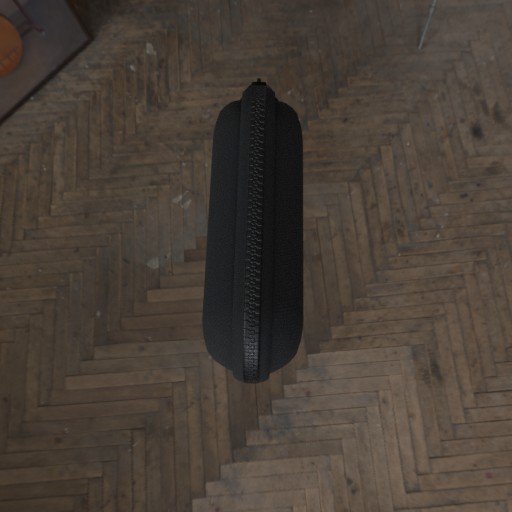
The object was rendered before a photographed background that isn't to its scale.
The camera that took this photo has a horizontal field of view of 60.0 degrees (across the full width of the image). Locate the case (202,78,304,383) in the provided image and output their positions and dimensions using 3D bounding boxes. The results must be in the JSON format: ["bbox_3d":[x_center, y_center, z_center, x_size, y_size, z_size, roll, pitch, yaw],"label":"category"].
[{"bbox_3d":[0.000,0.000,0.193,0.030,0.147,0.107,1,74,0],"label":"case"}]
